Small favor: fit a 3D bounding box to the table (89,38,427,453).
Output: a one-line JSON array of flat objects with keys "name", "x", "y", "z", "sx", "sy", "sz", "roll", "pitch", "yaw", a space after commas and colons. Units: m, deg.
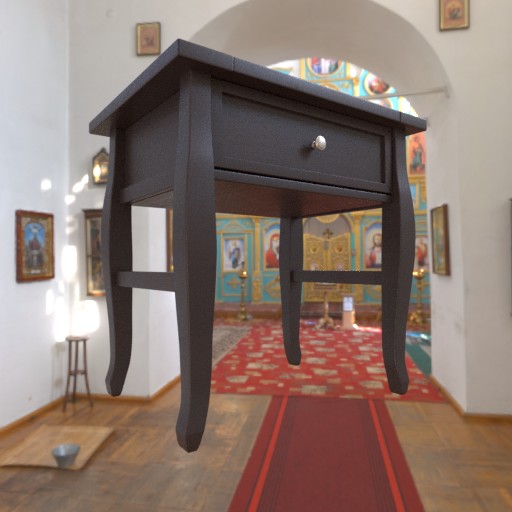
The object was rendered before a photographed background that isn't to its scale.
[{"name": "table", "x": 0.000, "y": 0.000, "z": 0.984, "sx": 0.602, "sy": 0.605, "sz": 0.460, "roll": 1, "pitch": -2, "yaw": -36}]
